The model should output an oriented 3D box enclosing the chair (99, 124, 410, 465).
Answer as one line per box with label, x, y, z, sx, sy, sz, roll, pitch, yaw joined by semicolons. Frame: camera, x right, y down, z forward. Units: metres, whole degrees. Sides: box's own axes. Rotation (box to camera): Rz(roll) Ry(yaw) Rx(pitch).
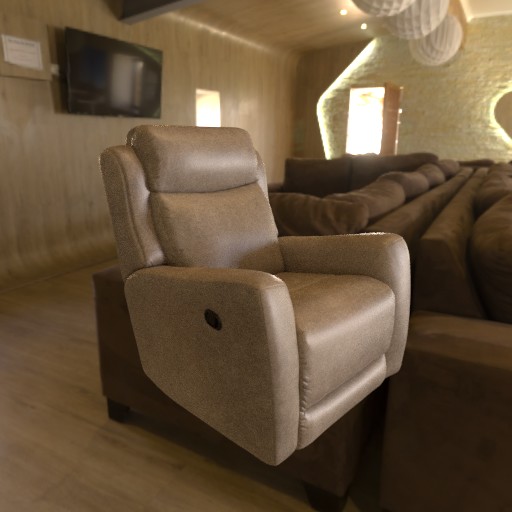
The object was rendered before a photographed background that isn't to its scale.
chair;0.000;0.000;1.950;1.068;1.116;0.965;14;20;42
